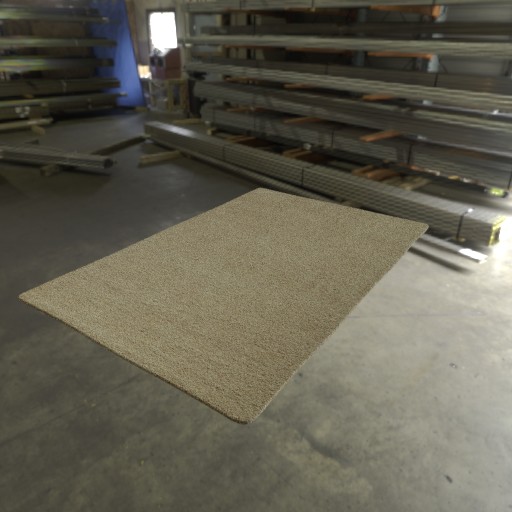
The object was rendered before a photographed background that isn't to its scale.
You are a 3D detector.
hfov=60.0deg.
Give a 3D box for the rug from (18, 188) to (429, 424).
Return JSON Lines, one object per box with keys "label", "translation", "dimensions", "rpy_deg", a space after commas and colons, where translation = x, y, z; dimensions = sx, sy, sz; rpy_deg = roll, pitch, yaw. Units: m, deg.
{"label": "rug", "translation": [0.000, 0.000, 3.318], "dimensions": [1.801, 0.024, 2.700], "rpy_deg": [17, 31, 31]}
